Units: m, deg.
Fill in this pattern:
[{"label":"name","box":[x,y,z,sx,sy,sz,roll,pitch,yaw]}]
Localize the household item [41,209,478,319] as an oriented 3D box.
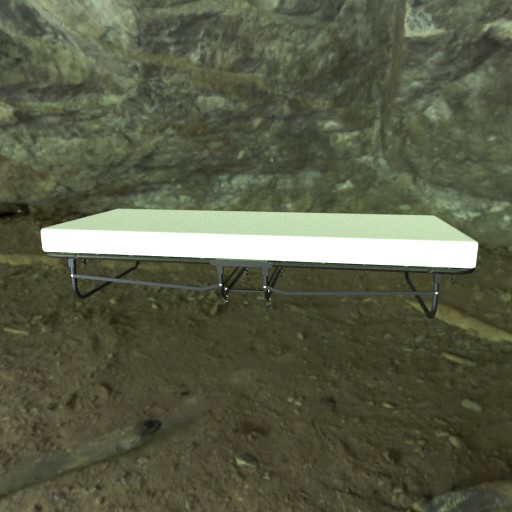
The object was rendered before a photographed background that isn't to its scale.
[{"label":"household item","box":[0.000,0.000,2.241,1.905,0.356,0.787,2,13,9]}]
